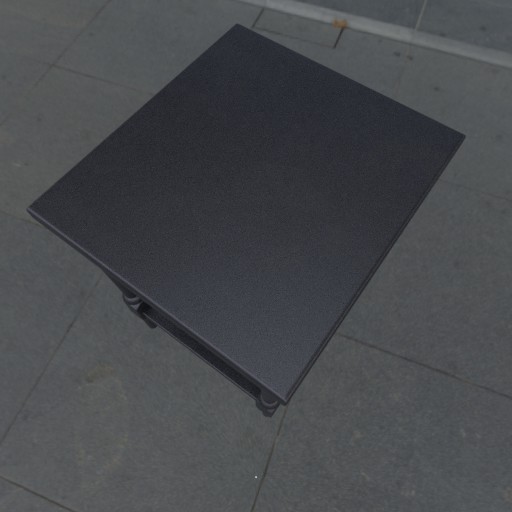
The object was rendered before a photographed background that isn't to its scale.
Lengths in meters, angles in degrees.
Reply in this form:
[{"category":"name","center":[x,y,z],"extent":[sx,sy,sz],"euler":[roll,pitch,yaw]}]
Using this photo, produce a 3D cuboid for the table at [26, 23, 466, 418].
[{"category":"table","center":[0.000,0.000,0.898],"extent":[0.442,0.565,0.488],"euler":[33,68,15]}]
